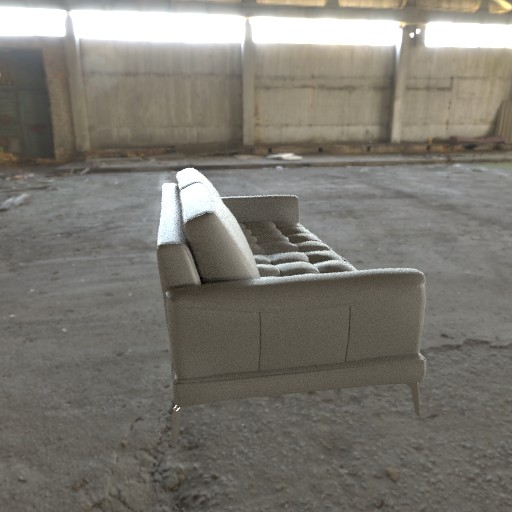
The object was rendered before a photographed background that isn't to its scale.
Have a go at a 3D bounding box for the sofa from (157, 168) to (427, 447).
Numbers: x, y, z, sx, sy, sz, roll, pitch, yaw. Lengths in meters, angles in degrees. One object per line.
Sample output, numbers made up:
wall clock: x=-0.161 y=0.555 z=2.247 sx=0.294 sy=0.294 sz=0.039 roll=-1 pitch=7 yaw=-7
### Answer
sofa: x=0.000 y=0.000 z=2.738 sx=1.121 sy=0.930 sz=2.177 roll=-3 pitch=18 yaw=-10
